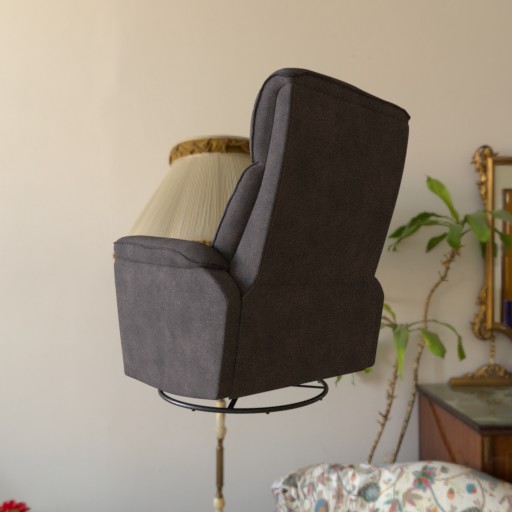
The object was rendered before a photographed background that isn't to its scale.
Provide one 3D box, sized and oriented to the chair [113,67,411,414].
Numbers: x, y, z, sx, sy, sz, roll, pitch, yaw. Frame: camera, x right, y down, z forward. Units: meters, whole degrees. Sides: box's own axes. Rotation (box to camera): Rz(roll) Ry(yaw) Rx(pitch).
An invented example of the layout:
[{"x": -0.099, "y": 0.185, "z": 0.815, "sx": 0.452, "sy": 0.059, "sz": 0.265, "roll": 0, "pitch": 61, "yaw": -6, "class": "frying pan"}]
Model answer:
[{"x": 0.000, "y": 0.000, "z": 1.693, "sx": 0.830, "sy": 1.035, "sz": 1.009, "roll": 1, "pitch": -2, "yaw": -38, "class": "chair"}]
